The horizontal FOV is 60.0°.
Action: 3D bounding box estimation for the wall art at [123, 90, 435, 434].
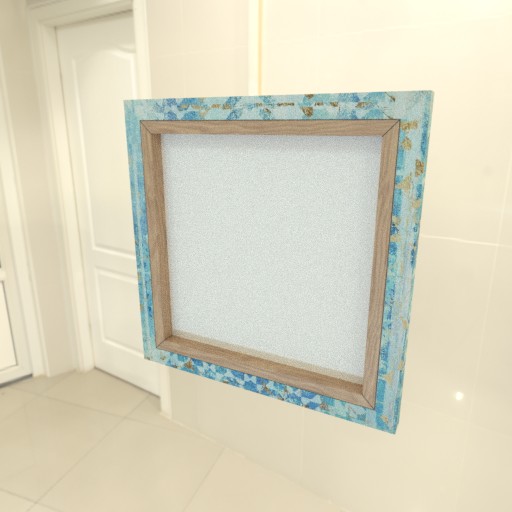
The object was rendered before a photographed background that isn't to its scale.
[{"bbox_3d":[0.000,0.000,0.897,0.609,0.609,0.040,9,19,26],"label":"wall art"}]
